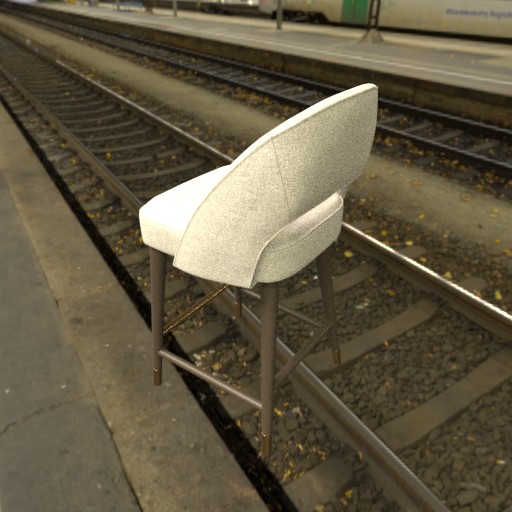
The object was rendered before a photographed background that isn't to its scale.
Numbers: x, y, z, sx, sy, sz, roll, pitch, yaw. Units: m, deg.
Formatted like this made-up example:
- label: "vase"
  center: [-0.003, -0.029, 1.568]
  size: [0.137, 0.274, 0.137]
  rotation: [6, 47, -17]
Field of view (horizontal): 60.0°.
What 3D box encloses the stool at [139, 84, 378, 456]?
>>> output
- label: "stool"
  center: [0.000, 0.000, 1.228]
  size: [0.509, 0.940, 0.494]
  rotation: [21, 37, 30]
